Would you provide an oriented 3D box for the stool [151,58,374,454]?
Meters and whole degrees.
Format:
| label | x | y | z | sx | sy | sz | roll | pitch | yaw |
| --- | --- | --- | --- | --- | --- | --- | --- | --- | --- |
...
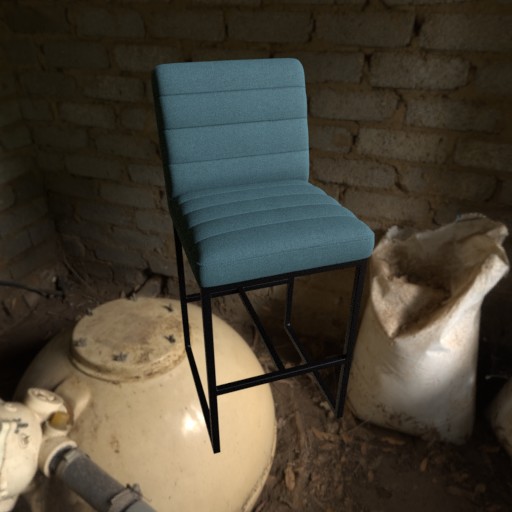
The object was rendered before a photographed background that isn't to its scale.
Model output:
| label | x | y | z | sx | sy | sz | roll | pitch | yaw |
| --- | --- | --- | --- | --- | --- | --- | --- | --- | --- |
| stool | 0.000 | 0.000 | 1.349 | 0.460 | 1.040 | 0.560 | -10 | 33 | -15 |
